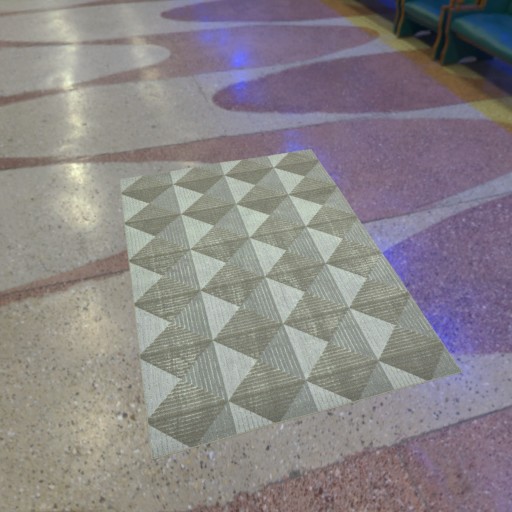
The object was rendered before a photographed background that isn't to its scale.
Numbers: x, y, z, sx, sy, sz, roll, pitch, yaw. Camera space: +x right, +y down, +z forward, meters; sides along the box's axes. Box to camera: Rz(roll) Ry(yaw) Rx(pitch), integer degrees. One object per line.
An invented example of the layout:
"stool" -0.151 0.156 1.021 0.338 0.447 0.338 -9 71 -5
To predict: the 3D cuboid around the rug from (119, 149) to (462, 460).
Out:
"rug" 0.000 0.000 4.366 2.428 0.027 3.333 -11 47 -11
